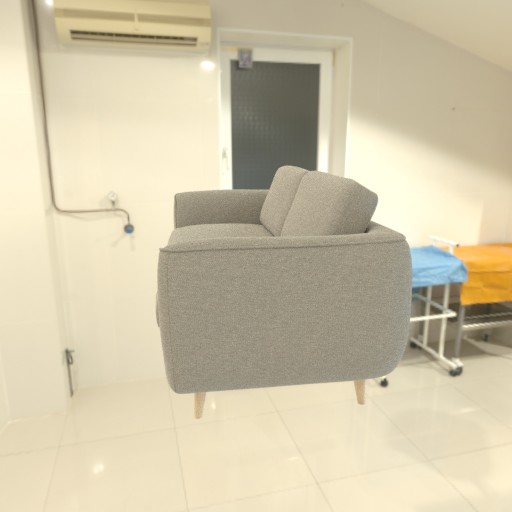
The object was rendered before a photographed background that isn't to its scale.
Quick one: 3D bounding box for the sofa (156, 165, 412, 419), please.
[{"bbox_3d":[0.000,0.000,2.225,0.920,0.850,1.700,-2,14,-8],"label":"sofa"}]
